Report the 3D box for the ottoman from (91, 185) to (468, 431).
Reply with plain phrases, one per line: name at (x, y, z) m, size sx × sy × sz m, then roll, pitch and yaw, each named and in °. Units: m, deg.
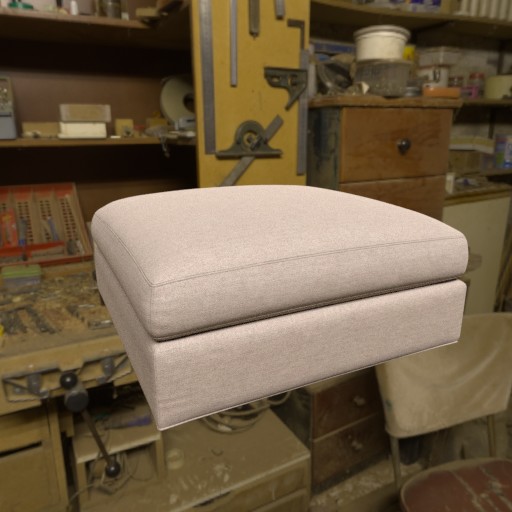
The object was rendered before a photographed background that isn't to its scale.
ottoman at (0.000, 0.000, 1.635) m, size 1.041 × 0.470 × 1.041 m, roll -8°, pitch 18°, yaw -25°
